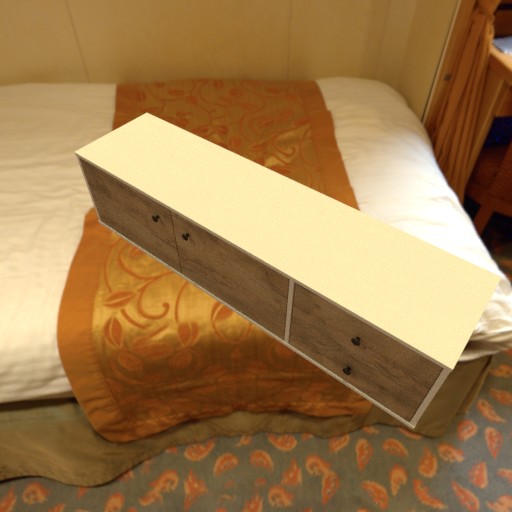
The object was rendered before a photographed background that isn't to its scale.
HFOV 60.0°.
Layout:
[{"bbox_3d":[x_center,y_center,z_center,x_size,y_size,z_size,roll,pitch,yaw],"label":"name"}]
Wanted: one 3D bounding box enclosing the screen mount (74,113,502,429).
[{"bbox_3d":[0.000,0.000,1.781,1.600,0.520,0.418,30,54,25],"label":"screen mount"}]
